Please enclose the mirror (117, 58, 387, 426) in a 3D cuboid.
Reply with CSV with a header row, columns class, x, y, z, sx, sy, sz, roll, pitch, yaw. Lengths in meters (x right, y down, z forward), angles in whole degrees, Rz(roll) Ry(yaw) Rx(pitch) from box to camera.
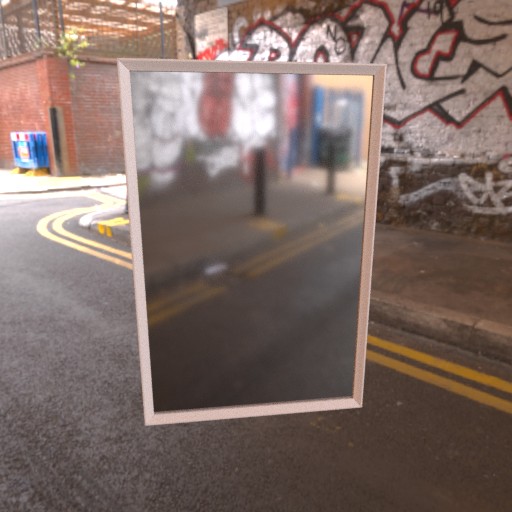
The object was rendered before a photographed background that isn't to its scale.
class,x,y,z,sx,sy,sz,roll,pitch,yaw
mirror,0.000,0.000,1.130,0.609,0.915,0.041,-2,16,-8
